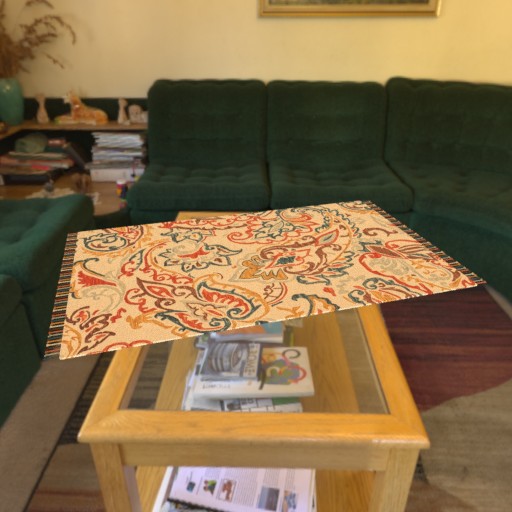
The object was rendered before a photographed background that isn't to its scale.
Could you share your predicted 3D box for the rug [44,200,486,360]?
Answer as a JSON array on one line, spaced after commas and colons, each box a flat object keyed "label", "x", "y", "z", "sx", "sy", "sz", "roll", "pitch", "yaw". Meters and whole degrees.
[{"label": "rug", "x": 0.000, "y": 0.000, "z": 3.104, "sx": 2.584, "sy": 0.010, "sz": 1.523, "roll": -8, "pitch": 29, "yaw": -14}]
